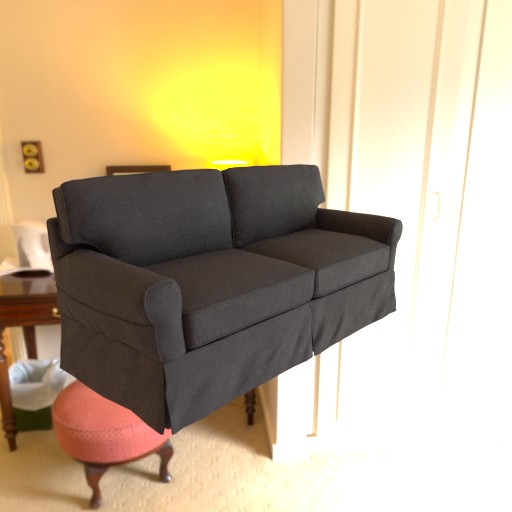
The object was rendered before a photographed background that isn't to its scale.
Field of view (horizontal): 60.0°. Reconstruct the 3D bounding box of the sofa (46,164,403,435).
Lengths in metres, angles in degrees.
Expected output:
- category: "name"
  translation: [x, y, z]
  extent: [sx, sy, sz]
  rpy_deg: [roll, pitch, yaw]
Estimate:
- category: "sofa"
  translation: [0.000, 0.000, 2.851]
  extent: [0.983, 1.094, 2.256]
  rpy_deg: [14, 20, 43]
